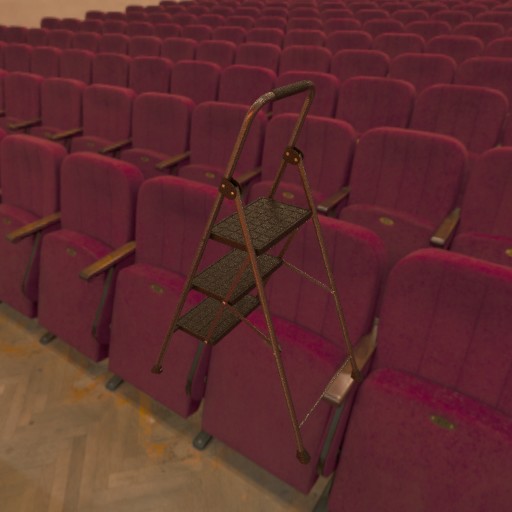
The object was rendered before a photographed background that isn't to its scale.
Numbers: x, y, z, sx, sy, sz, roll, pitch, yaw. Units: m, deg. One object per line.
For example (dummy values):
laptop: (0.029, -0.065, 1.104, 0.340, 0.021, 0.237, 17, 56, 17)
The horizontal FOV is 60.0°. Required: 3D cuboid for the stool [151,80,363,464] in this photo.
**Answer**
stool: (0.000, 0.000, 1.502, 0.733, 1.121, 0.473, 20, 37, 29)
